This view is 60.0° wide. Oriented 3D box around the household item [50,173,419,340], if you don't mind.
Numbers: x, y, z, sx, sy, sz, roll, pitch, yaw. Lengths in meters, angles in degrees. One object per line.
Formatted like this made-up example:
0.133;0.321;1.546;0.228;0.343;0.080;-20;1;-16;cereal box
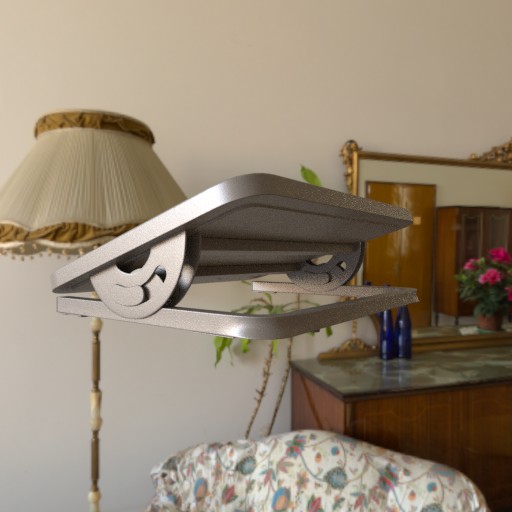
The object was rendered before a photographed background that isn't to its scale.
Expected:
0.000;0.000;0.549;0.301;0.126;0.390;0;0;37;household item
